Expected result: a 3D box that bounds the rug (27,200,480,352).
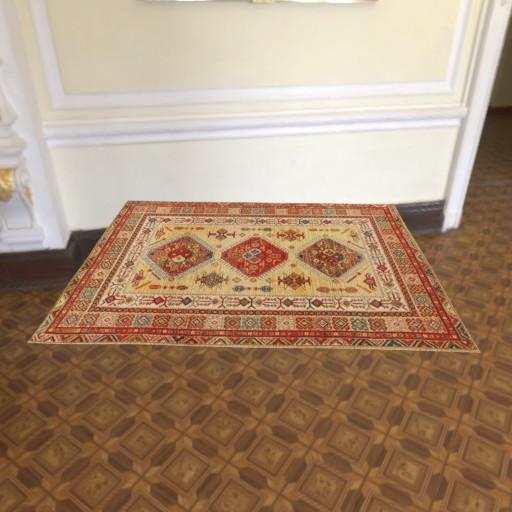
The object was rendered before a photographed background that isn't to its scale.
[{"bbox_3d":[0.000,0.000,4.038,3.067,0.005,2.460,1,30,2],"label":"rug"}]
